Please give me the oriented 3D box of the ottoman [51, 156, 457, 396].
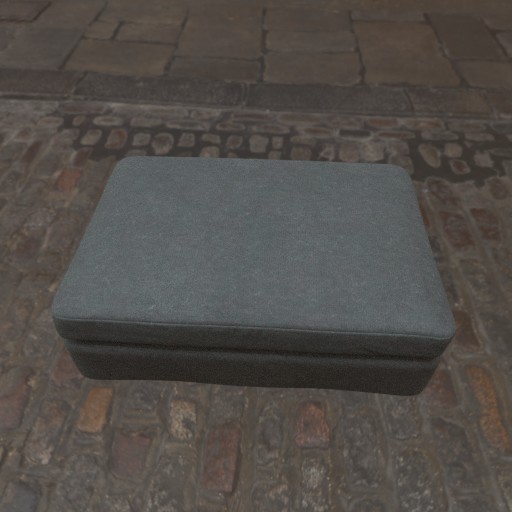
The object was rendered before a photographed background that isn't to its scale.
[{"bbox_3d":[0.000,0.000,1.618,1.199,0.429,0.840,2,47,2],"label":"ottoman"}]
